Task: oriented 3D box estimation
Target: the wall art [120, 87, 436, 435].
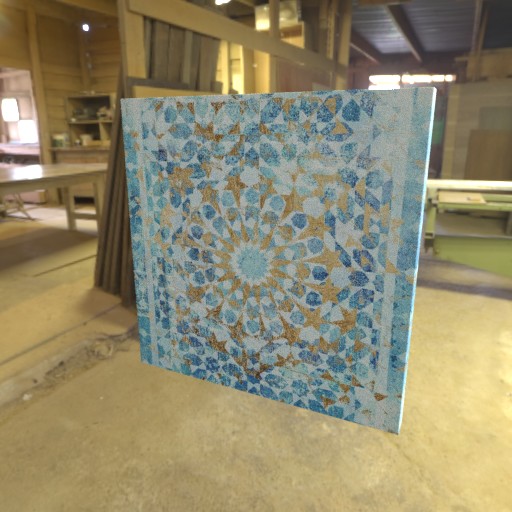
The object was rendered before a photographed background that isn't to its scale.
[{"bbox_3d":[0.000,0.000,0.887,0.609,0.609,0.040,8,18,25],"label":"wall art"}]
